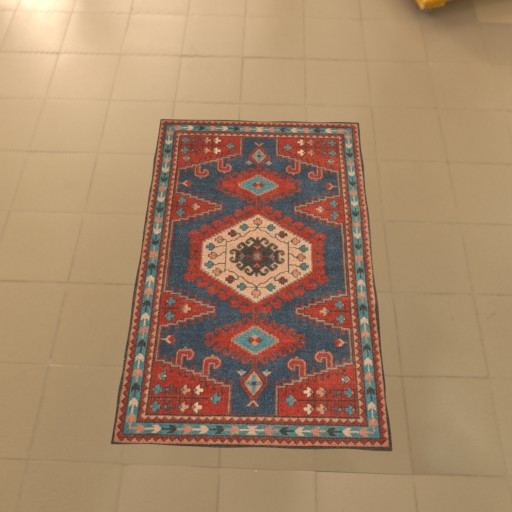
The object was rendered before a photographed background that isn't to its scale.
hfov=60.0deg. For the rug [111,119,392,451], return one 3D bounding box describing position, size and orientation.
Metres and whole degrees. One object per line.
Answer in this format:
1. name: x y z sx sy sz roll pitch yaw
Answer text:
1. rug: 0.000 0.000 2.283 1.207 0.012 1.820 1 64 1
